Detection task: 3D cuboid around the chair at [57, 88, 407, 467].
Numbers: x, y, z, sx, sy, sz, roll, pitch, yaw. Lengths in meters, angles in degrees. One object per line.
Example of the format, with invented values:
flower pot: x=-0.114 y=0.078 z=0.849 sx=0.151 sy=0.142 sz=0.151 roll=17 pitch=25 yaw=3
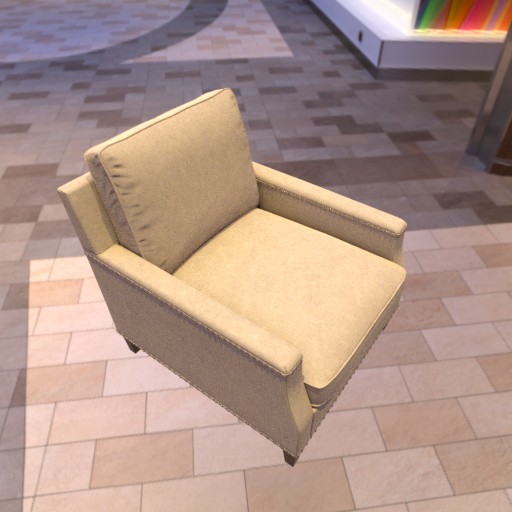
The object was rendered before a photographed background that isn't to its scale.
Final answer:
chair: x=0.000 y=0.000 z=1.696 sx=1.014 sy=0.943 sz=0.853 roll=26 pitch=48 yaw=26
